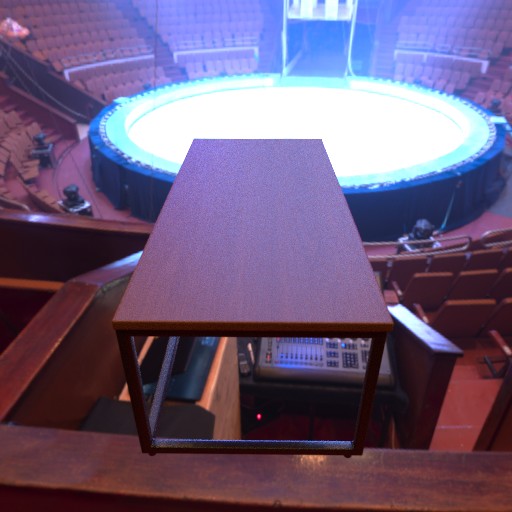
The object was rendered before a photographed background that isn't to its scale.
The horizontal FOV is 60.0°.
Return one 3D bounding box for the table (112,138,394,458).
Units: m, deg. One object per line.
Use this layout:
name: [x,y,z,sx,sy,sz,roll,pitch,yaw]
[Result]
table: [0.000,0.000,1.355,0.500,0.400,1.100,0,32,1]
